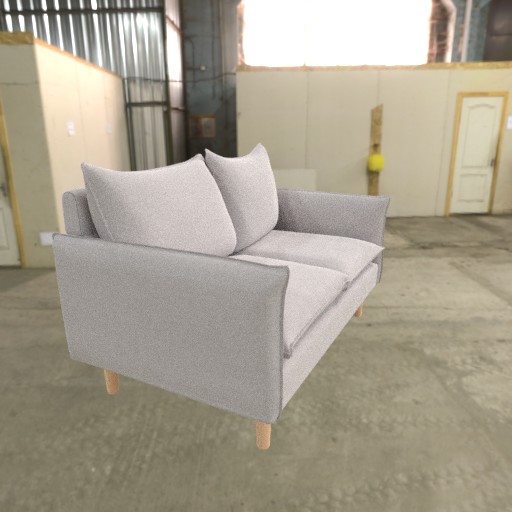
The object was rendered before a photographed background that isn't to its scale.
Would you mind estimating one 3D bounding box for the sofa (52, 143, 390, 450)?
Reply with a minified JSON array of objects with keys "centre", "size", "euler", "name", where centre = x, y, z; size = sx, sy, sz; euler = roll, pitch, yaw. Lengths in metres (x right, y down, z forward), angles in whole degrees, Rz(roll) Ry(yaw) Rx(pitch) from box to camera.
[{"centre":[0.000,0.000,1.813],"size":[0.820,0.840,1.300],"euler":[9,19,26],"name":"sofa"}]
